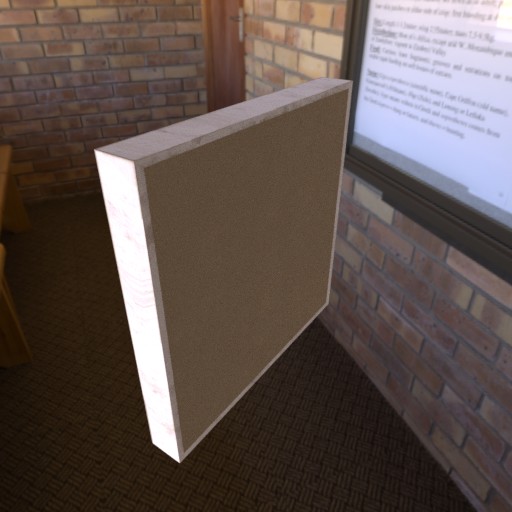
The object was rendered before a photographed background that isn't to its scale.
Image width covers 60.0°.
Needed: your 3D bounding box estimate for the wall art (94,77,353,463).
[{"bbox_3d":[0.000,0.000,0.461,0.038,0.303,0.305,21,38,30],"label":"wall art"}]
